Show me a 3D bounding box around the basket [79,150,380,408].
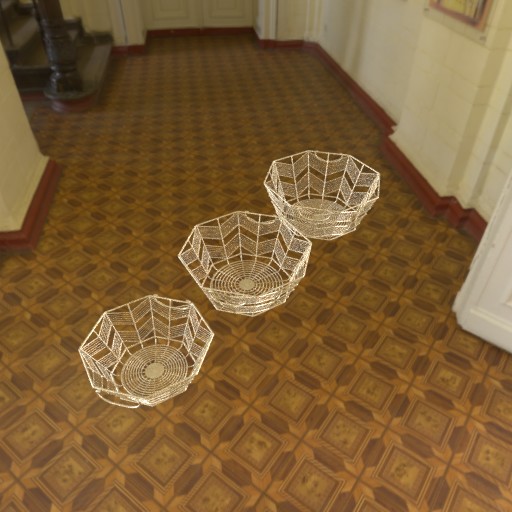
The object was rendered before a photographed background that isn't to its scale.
[{"bbox_3d":[0.000,0.000,1.403,0.432,0.178,1.246,25,47,27],"label":"basket"}]
